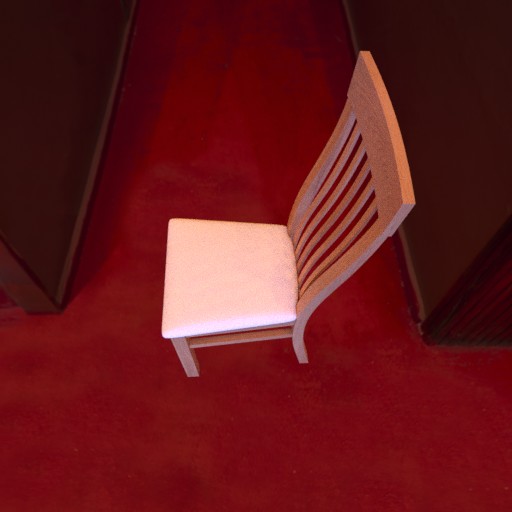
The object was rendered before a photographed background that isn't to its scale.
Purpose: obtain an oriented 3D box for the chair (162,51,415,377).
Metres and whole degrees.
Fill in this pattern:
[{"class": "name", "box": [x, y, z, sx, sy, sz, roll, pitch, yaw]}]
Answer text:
[{"class": "chair", "box": [0.000, 0.000, 1.355, 0.580, 1.050, 0.450, -2, 59, -2]}]
